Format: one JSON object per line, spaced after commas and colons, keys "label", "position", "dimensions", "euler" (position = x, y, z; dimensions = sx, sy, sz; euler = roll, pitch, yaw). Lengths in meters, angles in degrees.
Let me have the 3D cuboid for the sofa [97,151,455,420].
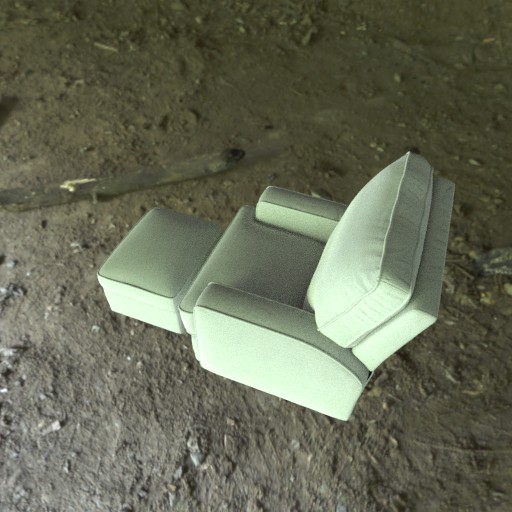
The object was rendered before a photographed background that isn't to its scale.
{"label": "sofa", "position": [0.000, 0.000, 2.025], "dimensions": [1.472, 0.959, 0.861], "euler": [16, 48, 15]}
